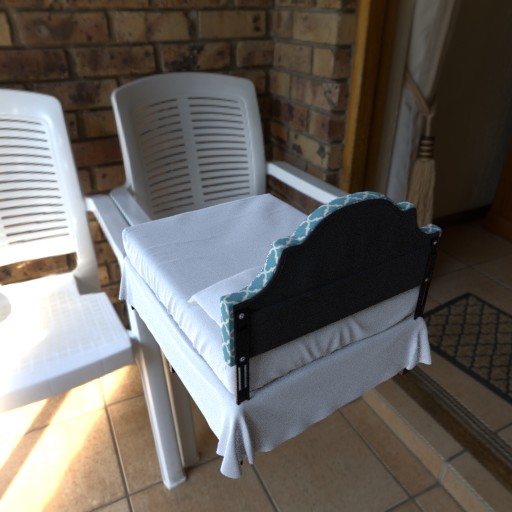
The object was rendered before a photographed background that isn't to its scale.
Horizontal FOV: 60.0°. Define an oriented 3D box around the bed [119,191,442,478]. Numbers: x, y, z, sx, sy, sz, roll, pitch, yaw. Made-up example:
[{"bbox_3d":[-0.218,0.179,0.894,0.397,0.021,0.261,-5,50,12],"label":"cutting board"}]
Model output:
[{"bbox_3d":[0.000,0.000,3.409,1.780,1.633,2.222,-17,34,-27],"label":"bed"}]
